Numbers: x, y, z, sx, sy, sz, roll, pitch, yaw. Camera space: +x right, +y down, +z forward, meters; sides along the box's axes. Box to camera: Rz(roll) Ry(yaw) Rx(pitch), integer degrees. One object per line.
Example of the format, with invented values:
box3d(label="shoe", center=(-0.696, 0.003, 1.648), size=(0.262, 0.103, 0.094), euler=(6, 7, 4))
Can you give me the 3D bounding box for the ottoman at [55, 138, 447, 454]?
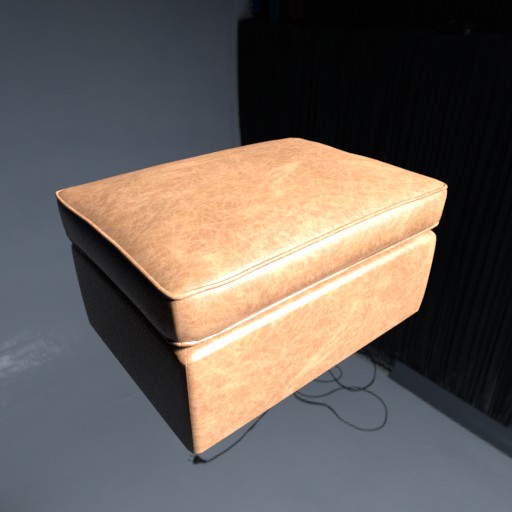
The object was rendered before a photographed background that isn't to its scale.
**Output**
box3d(label="ottoman", center=(0.000, 0.000, 1.102), size=(0.756, 0.468, 0.554), euler=(-22, 36, -33))
